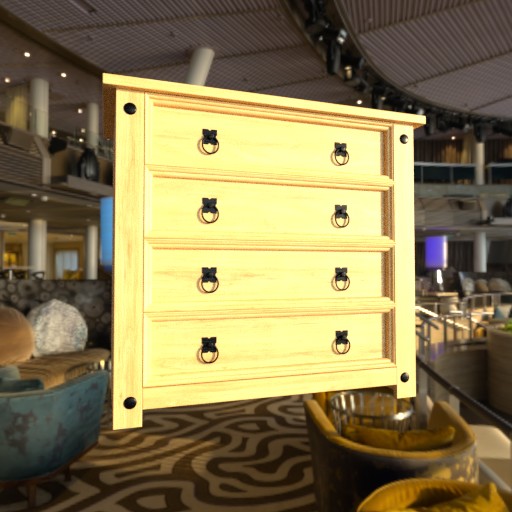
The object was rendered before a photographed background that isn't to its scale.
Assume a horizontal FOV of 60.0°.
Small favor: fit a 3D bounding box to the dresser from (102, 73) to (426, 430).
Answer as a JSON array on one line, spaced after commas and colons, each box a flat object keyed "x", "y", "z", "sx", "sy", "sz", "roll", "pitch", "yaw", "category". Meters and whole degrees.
[{"x": 0.000, "y": 0.000, "z": 1.217, "sx": 0.800, "sy": 0.730, "sz": 0.410, "roll": 1, "pitch": -2, "yaw": -19, "category": "dresser"}]
